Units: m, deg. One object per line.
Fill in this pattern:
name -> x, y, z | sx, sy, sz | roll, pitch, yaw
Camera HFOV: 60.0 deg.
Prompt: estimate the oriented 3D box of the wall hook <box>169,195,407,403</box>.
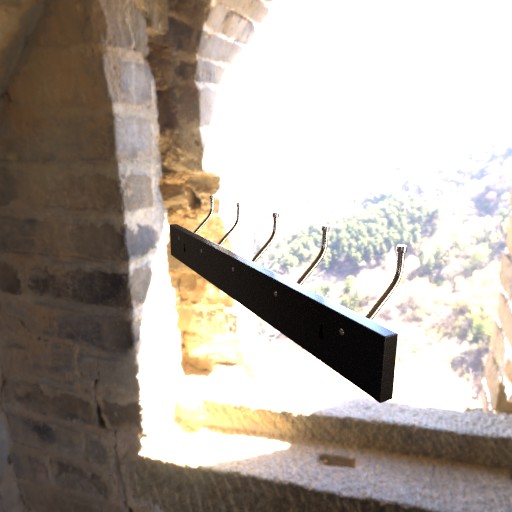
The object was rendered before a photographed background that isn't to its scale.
wall hook -> 0.000, 0.000, 0.613 | 0.071, 0.117, 0.571 | -7, 16, -27
